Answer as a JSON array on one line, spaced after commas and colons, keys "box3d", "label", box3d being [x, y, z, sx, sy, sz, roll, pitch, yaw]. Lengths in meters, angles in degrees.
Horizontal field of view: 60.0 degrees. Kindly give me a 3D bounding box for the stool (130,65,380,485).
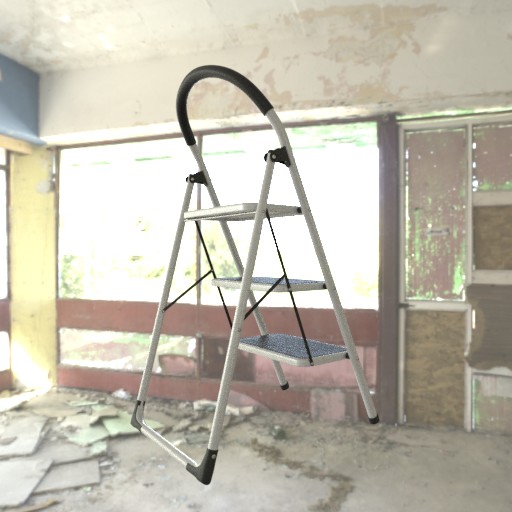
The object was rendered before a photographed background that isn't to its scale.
[{"box3d": [0.000, 0.000, 1.455, 0.676, 1.109, 0.485, 0, 0, -37], "label": "stool"}]
